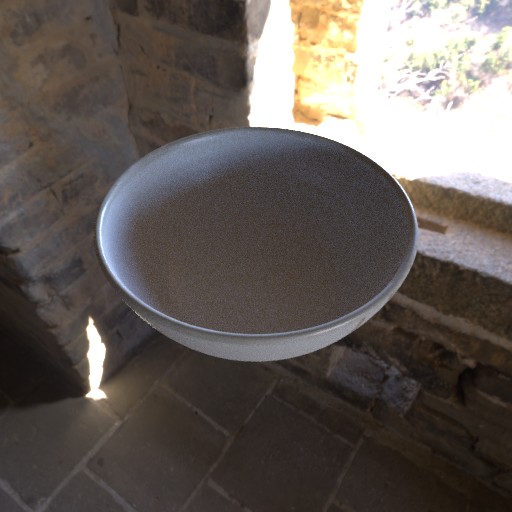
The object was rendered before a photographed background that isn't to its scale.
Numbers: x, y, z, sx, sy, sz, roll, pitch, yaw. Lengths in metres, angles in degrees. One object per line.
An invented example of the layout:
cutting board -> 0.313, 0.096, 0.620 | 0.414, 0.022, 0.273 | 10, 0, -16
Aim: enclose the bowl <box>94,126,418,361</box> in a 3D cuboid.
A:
bowl -> 0.000, 0.000, 0.419 | 0.268, 0.121, 0.268 | 0, 46, 0
